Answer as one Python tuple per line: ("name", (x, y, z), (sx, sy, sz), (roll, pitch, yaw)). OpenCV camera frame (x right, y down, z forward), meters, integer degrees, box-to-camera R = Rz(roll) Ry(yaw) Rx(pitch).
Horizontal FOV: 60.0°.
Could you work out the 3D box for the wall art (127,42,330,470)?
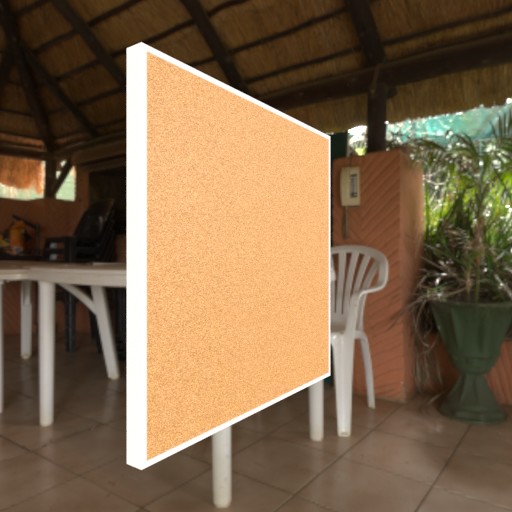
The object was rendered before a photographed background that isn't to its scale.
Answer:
("wall art", (0.000, 0.000, 1.117), (0.041, 0.765, 0.768), (0, 0, 35))
